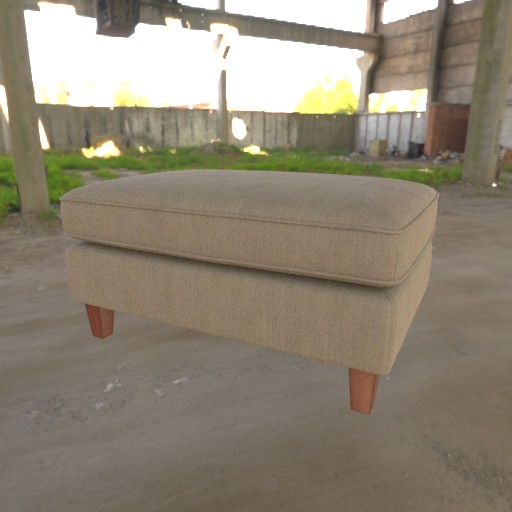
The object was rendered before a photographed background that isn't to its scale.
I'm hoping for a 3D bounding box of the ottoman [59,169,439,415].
[{"bbox_3d":[0.000,0.000,1.316,0.941,0.480,0.636,8,18,26],"label":"ottoman"}]
